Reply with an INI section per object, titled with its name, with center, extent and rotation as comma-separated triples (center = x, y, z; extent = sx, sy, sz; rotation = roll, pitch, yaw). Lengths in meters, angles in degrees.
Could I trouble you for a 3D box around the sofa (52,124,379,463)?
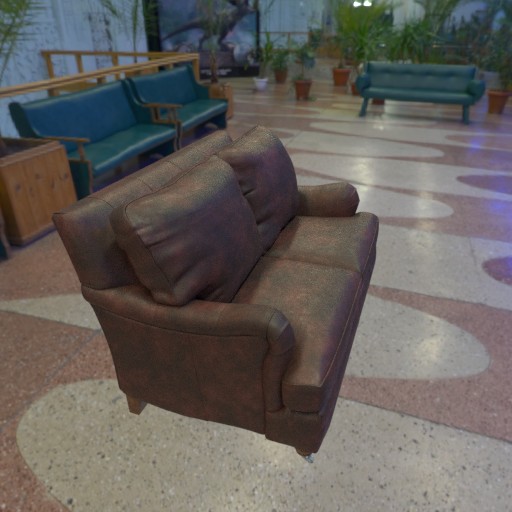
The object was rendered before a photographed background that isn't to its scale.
[sofa]
center = 0.000, 0.000, 2.351
extent = 1.148, 1.070, 1.628
rotation = 10, 30, 18
